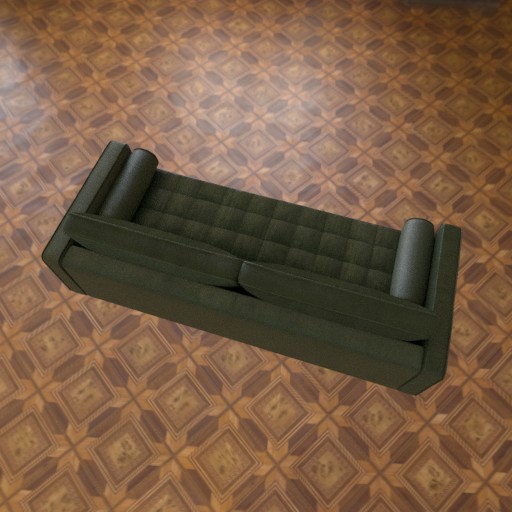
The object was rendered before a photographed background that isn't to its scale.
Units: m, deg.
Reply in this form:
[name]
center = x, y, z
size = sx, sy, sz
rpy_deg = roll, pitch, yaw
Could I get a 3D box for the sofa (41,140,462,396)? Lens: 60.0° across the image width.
[sofa]
center = 0.000, 0.000, 2.628
size = 2.199, 0.769, 0.918
rpy_deg = 15, 63, 8
